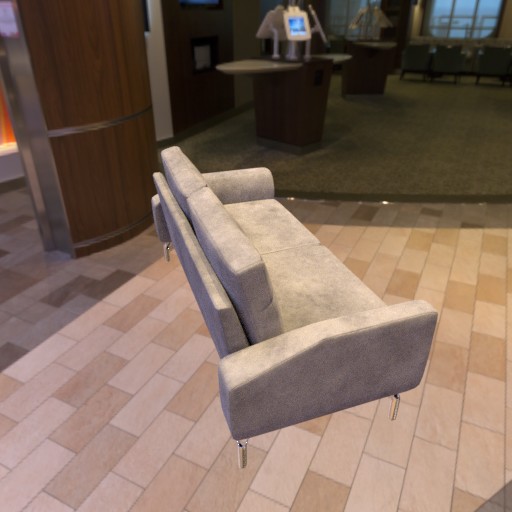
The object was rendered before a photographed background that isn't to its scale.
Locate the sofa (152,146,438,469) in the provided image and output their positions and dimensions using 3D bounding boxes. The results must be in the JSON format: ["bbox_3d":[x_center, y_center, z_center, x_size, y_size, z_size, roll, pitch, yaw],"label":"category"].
[{"bbox_3d":[0.000,0.000,2.376,0.849,0.859,1.837,-10,31,-17],"label":"sofa"}]
